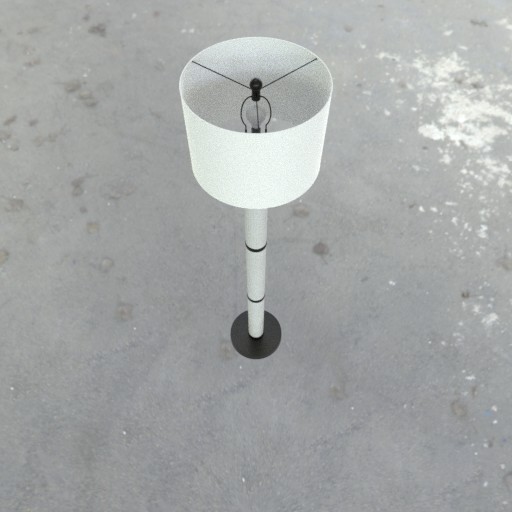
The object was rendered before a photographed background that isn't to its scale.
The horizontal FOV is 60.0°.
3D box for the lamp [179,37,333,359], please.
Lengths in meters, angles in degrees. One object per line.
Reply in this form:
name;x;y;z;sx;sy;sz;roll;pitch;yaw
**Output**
lamp;0.000;0.000;1.751;0.377;1.599;0.377;-2;57;-1
